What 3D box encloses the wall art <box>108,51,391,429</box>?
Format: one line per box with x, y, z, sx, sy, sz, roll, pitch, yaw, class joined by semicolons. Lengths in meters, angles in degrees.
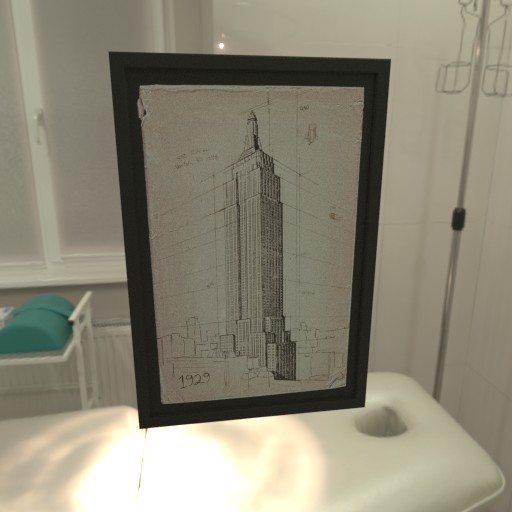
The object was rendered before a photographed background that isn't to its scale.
0.000;0.000;0.794;0.451;0.661;0.012;-2;16;-9;wall art
